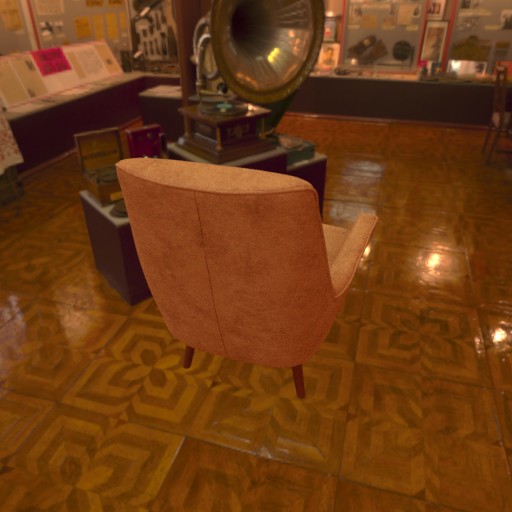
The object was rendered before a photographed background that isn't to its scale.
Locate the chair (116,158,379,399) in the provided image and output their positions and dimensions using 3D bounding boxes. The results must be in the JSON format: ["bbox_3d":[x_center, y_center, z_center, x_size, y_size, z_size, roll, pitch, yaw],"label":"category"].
[{"bbox_3d":[0.000,0.000,1.528,0.753,0.883,0.851,10,33,16],"label":"chair"}]
